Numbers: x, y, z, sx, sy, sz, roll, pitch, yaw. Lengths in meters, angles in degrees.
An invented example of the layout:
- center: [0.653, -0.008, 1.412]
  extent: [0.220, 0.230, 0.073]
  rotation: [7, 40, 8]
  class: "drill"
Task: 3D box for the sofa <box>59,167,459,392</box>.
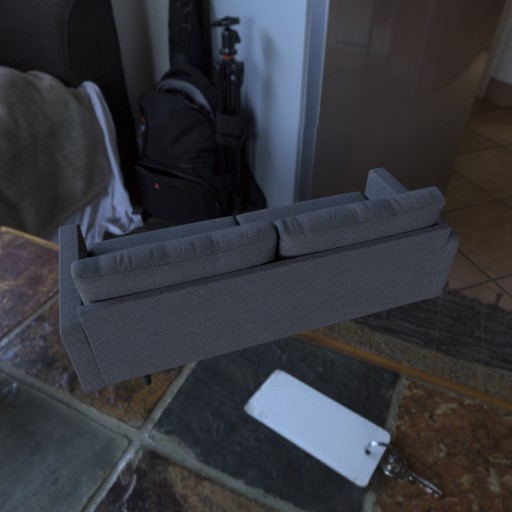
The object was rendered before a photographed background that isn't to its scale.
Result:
- center: [0.000, 0.000, 2.610]
  extent: [2.100, 0.880, 0.880]
  rotation: [-12, 42, -14]
  class: "sofa"
